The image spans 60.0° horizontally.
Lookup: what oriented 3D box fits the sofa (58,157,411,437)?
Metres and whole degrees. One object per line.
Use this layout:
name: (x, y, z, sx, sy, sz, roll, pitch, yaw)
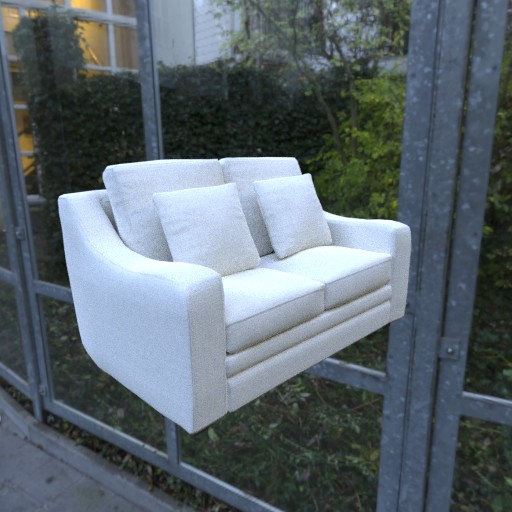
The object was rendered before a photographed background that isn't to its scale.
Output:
sofa: (0.000, 0.000, 2.445, 1.040, 1.047, 1.744, 14, 20, 43)
